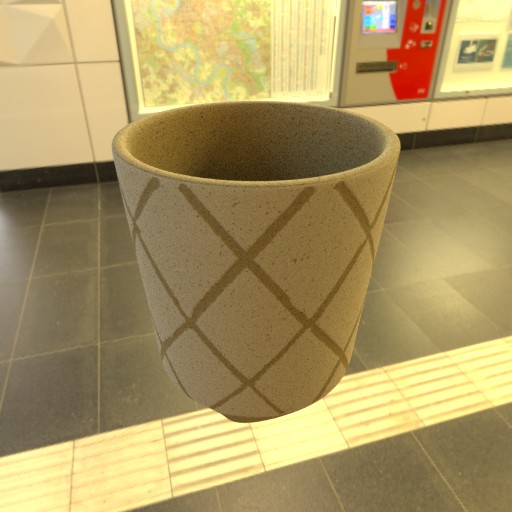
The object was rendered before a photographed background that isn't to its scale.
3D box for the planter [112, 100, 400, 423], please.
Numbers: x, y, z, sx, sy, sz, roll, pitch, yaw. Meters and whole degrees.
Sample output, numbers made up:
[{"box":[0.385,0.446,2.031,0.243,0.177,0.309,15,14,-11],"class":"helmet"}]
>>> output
[{"box":[0.000,0.000,0.354,0.191,0.199,0.191,0,32,0],"class":"planter"}]
